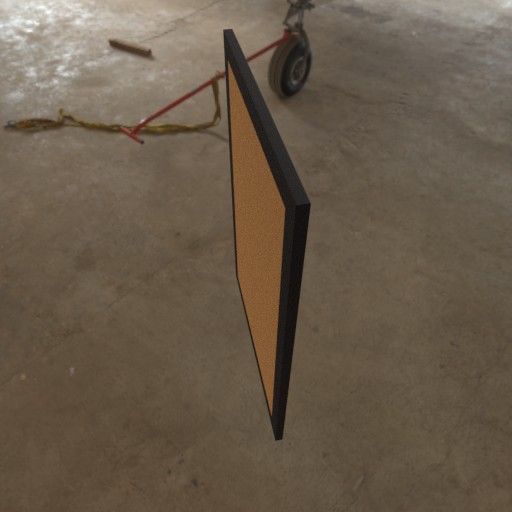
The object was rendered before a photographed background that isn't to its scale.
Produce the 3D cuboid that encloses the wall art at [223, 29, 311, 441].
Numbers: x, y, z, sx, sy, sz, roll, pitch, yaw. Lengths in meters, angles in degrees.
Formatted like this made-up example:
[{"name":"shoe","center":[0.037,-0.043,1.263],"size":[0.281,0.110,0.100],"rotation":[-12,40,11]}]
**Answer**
[{"name":"wall art","center":[0.000,0.000,0.691],"size":[0.013,0.534,0.380],"rotation":[-9,48,-8]}]
